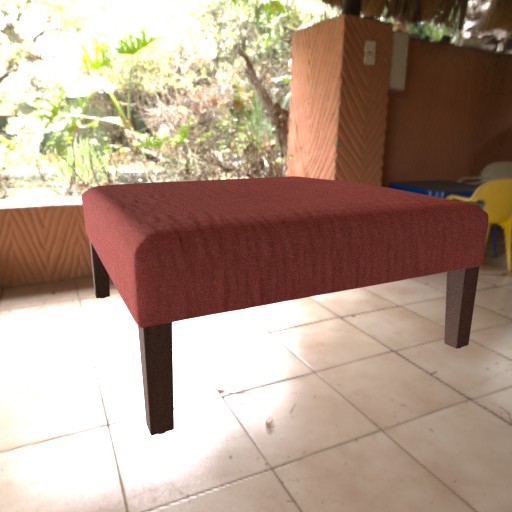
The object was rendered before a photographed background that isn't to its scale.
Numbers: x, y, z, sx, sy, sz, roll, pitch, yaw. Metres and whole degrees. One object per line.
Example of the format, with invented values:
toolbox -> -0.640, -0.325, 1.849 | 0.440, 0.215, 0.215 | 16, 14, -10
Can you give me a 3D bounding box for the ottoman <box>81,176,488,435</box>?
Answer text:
ottoman -> 0.000, 0.000, 1.350 | 0.889, 0.411, 0.890 | -7, 17, -25
